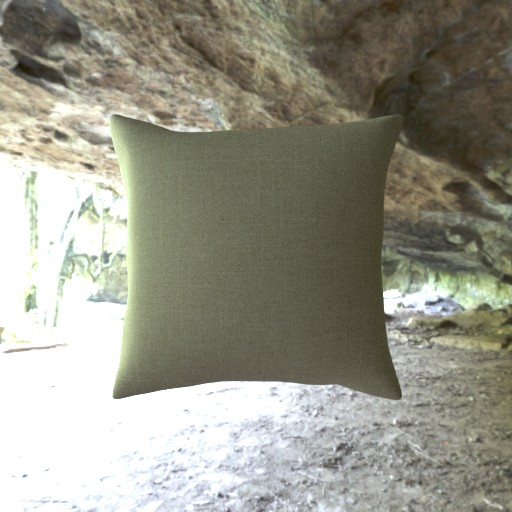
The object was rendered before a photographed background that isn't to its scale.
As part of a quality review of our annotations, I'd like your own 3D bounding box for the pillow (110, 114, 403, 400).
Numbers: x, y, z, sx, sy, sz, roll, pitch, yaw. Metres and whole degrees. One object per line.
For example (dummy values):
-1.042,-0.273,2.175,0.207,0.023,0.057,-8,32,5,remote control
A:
0.000,0.000,0.621,0.414,0.399,0.173,0,-2,0,pillow
